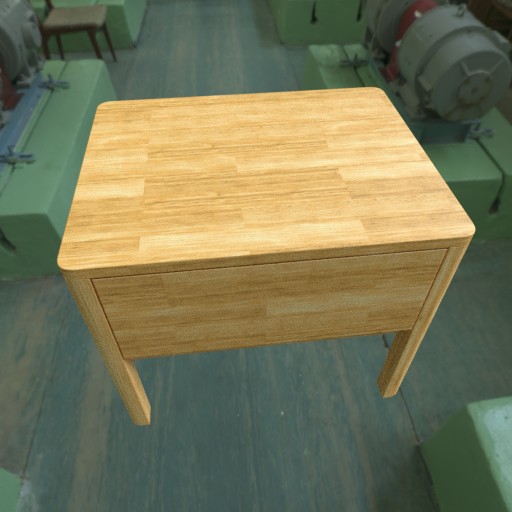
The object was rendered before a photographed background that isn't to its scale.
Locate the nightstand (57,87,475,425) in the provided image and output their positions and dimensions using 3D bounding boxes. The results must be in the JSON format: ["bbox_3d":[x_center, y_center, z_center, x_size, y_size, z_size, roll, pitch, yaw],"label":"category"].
[{"bbox_3d":[0.000,0.000,0.896,0.560,0.470,0.440,-5,47,-5],"label":"nightstand"}]
